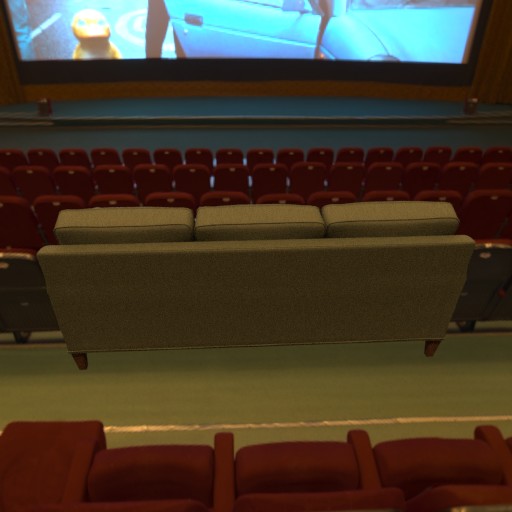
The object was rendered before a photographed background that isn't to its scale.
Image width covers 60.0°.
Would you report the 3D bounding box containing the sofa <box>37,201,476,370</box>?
[{"bbox_3d":[0.000,0.000,2.795,2.246,1.003,1.084,-2,31,-3],"label":"sofa"}]
